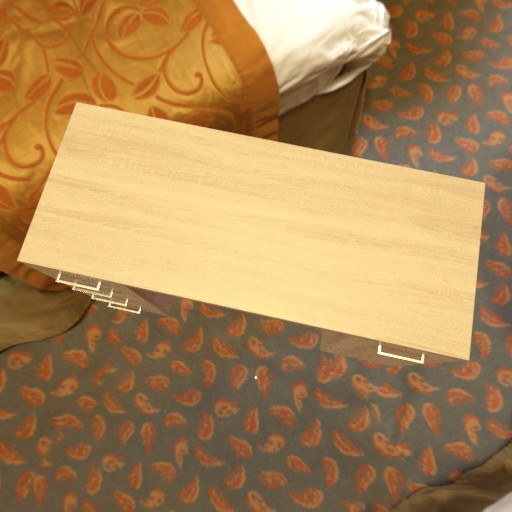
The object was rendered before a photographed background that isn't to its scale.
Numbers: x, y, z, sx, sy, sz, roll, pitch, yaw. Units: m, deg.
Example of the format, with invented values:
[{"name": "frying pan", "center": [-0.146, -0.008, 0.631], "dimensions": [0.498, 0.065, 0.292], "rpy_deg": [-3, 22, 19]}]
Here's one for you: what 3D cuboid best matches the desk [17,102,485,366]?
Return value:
[{"name": "desk", "center": [0.000, 0.000, 1.749], "dimensions": [1.390, 0.740, 0.600], "rpy_deg": [12, 75, 3]}]
